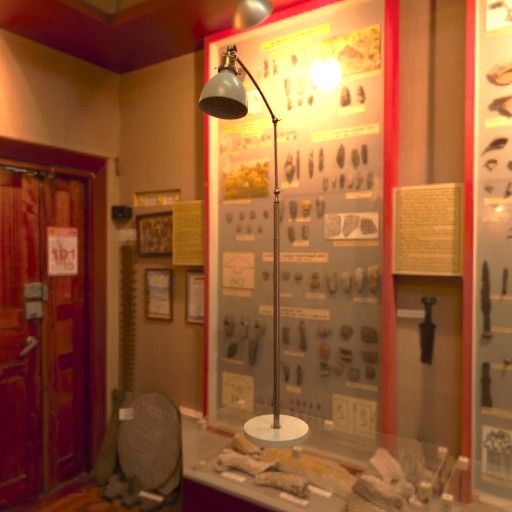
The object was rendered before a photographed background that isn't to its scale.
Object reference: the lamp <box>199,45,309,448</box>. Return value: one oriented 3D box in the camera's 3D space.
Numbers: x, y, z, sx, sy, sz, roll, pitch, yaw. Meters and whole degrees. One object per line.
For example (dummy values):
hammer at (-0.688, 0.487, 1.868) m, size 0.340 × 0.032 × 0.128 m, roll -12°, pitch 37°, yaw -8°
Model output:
lamp at (0.000, 0.000, 1.824) m, size 0.288 × 1.586 × 0.599 m, roll 1°, pitch 2°, yaw 35°
